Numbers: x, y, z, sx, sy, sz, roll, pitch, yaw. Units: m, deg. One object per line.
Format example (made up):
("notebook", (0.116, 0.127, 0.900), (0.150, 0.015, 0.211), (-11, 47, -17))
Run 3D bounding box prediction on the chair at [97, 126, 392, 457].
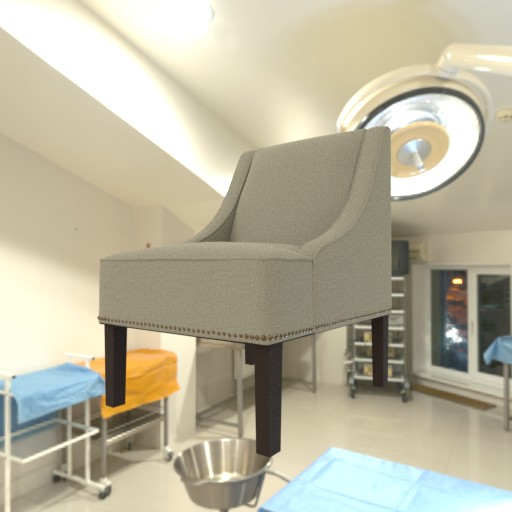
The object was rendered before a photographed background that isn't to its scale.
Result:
("chair", (0.000, 0.000, 1.366), (0.610, 0.864, 0.737), (-1, -1, 37))
